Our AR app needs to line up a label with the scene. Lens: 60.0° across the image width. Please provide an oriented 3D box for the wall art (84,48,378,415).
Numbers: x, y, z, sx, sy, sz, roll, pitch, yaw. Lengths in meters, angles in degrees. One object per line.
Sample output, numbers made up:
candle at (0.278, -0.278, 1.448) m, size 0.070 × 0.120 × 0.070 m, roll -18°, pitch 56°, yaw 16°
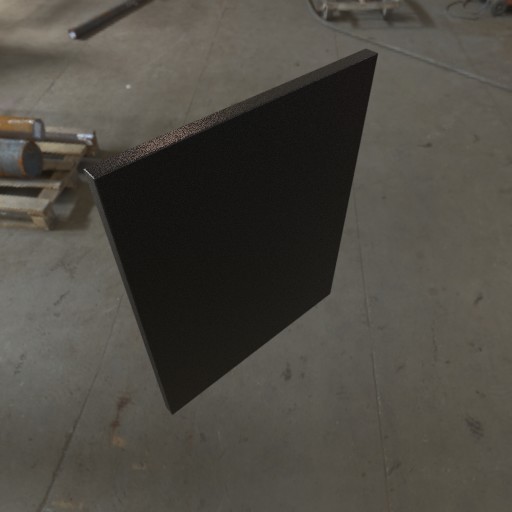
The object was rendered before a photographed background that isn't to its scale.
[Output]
wall art at (0.000, 0.000, 1.594) m, size 0.950 × 1.194 × 0.053 m, roll -33°, pitch 55°, yaw -27°
